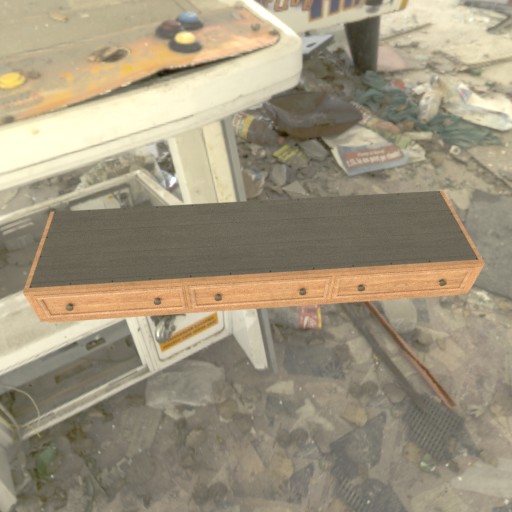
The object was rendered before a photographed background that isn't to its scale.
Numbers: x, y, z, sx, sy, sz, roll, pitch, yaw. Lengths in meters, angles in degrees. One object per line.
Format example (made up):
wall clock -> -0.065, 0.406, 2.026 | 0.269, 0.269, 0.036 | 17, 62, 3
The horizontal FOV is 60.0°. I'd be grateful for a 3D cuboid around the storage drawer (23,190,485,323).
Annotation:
storage drawer -> 0.000, 0.000, 2.207 | 2.032, 0.264, 0.538 | -3, 48, -3
